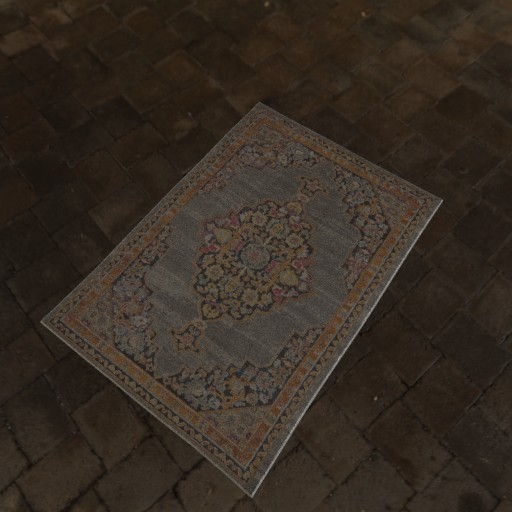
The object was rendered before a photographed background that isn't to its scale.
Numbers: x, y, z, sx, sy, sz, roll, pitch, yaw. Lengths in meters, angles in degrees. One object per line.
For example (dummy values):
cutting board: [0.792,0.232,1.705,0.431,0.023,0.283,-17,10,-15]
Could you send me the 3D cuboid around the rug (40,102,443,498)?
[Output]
rug: [0.000,0.000,3.699,2.043,0.026,2.901,33,67,16]
